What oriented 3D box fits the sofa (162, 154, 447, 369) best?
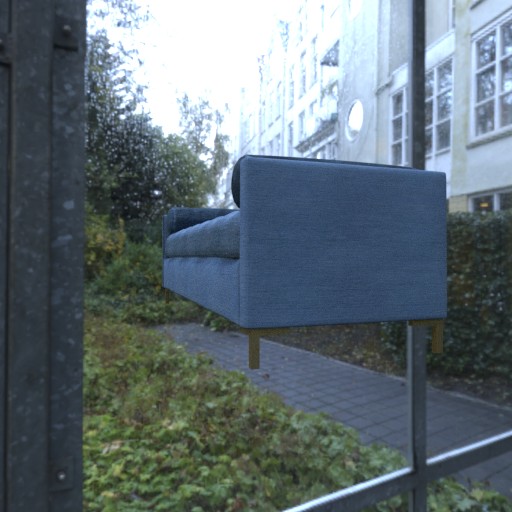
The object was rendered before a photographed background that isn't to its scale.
[{"bbox_3d":[0.000,0.000,2.456,0.796,0.705,2.102,0,0,-19],"label":"sofa"}]
